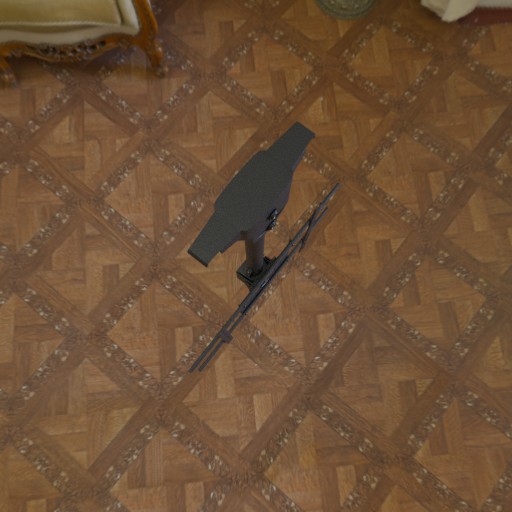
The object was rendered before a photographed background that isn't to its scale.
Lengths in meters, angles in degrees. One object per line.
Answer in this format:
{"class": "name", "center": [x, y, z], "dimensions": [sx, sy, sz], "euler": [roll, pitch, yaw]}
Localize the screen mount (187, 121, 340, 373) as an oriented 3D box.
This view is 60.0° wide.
{"class": "screen mount", "center": [0.000, 0.000, 1.009], "dimensions": [0.090, 0.775, 0.595], "euler": [37, 79, 8]}
